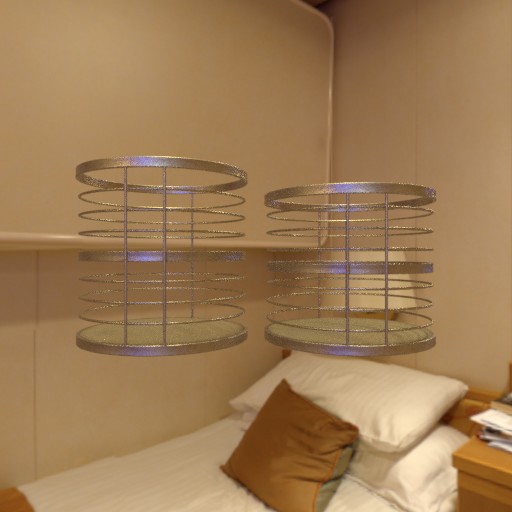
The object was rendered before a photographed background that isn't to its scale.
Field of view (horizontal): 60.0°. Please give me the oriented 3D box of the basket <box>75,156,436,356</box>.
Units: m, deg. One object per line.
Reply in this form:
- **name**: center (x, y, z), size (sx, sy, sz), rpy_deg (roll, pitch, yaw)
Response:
- **basket**: center (0.000, 0.000, 0.951), size (0.746, 0.351, 0.356), rpy_deg (0, 0, 0)
